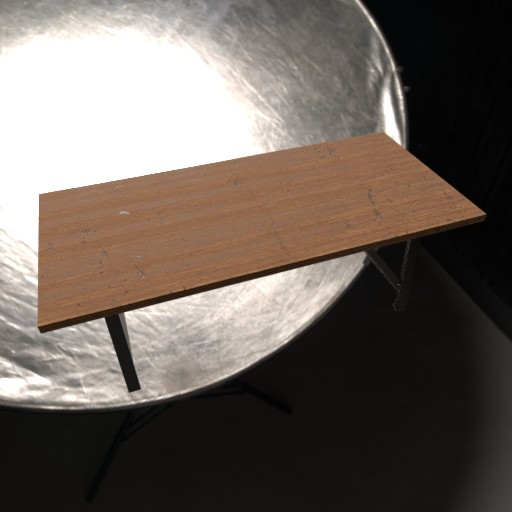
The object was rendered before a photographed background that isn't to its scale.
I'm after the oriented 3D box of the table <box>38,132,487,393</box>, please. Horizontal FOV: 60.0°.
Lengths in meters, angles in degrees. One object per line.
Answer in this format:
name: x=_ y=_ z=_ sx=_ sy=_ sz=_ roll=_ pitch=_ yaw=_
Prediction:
table: x=0.000 y=0.000 z=2.632 sx=2.200 sy=0.757 sz=1.000 roll=-14 pitch=44 yaw=-15
